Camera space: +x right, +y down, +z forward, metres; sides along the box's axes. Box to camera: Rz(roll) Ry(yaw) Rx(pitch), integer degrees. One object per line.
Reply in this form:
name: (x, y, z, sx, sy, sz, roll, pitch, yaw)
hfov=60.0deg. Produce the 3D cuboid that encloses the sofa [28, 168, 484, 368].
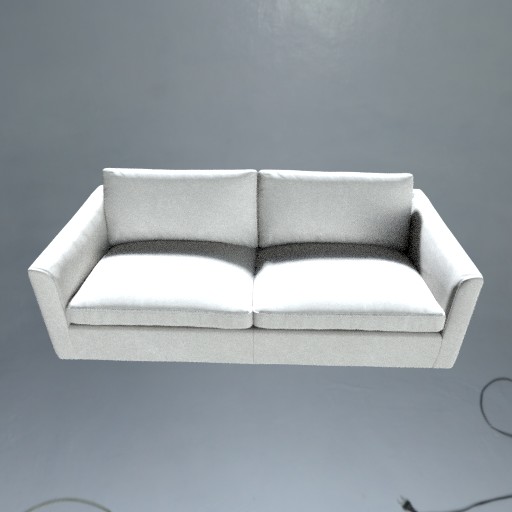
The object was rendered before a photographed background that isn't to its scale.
sofa: (0.000, 0.000, 2.721, 2.588, 0.838, 1.090, 1, 31, 2)
